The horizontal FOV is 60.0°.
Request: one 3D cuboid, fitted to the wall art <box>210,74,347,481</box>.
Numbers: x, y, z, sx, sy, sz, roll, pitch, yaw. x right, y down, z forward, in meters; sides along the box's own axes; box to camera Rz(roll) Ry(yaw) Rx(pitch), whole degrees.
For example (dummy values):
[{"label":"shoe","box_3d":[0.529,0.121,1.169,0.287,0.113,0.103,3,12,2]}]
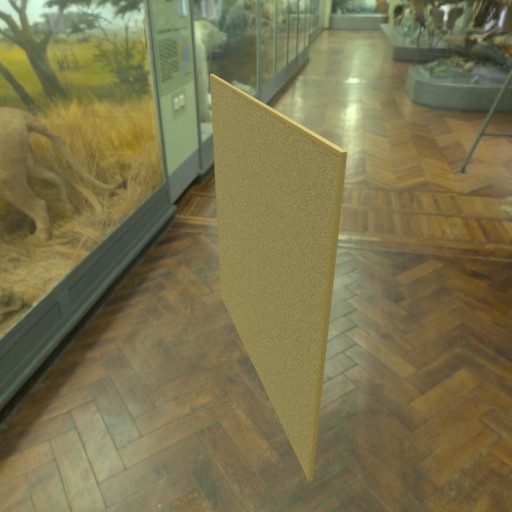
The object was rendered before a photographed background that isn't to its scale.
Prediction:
[{"label":"wall art","box_3d":[0.000,0.000,1.419,0.013,0.959,0.962,-10,32,-16]}]
